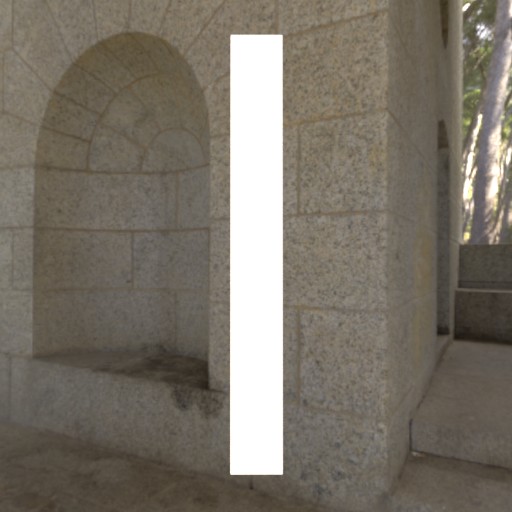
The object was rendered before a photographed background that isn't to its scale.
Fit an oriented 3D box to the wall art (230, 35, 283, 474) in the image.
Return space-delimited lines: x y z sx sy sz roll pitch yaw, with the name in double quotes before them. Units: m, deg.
"wall art" 0.000 0.000 0.460 0.037 0.305 0.305 0 -1 0
